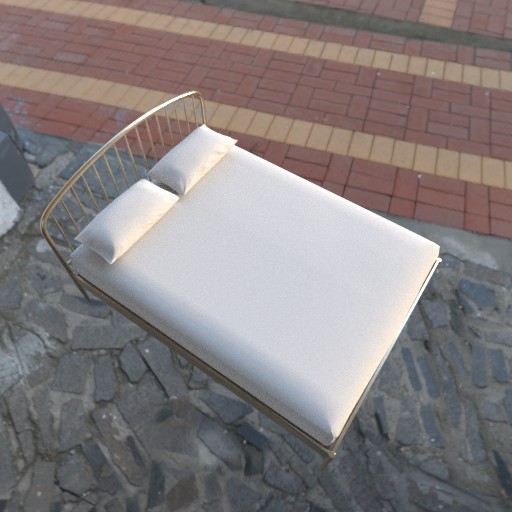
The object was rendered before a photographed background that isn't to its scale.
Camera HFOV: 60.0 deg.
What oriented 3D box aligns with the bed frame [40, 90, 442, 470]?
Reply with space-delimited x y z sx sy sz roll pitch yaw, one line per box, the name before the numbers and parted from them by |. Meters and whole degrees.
bed frame | 0.000 0.000 3.064 2.152 1.175 1.612 30 61 18
